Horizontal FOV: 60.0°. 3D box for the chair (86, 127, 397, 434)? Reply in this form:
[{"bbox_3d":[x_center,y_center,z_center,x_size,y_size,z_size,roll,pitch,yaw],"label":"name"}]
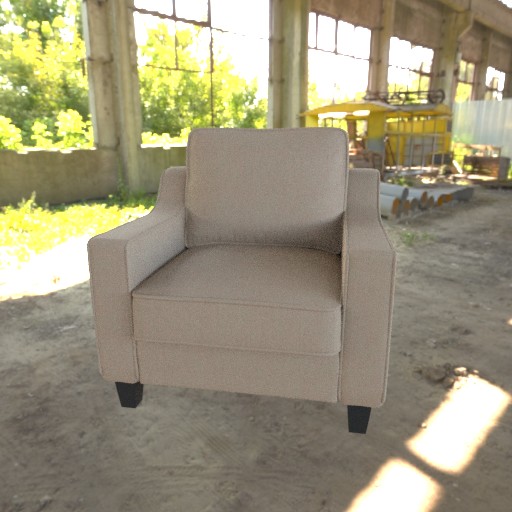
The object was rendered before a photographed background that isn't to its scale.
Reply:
[{"bbox_3d":[0.000,0.000,1.683,0.922,0.948,0.882,3,15,10],"label":"chair"}]
